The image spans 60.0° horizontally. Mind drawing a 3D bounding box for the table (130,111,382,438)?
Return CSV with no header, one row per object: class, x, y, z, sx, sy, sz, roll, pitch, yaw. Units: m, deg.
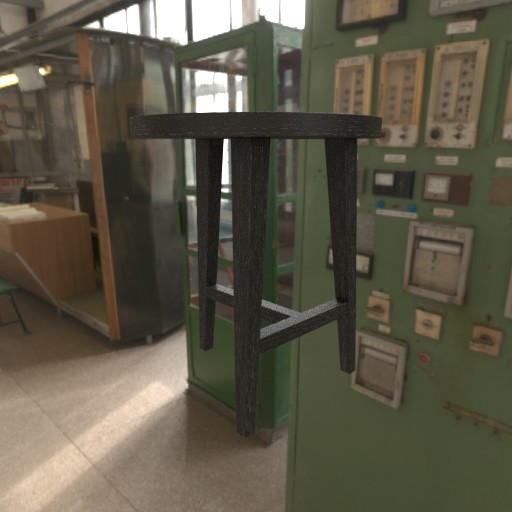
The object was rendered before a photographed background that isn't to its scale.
table,0.000,0.000,0.782,0.399,0.460,0.399,0,14,0
